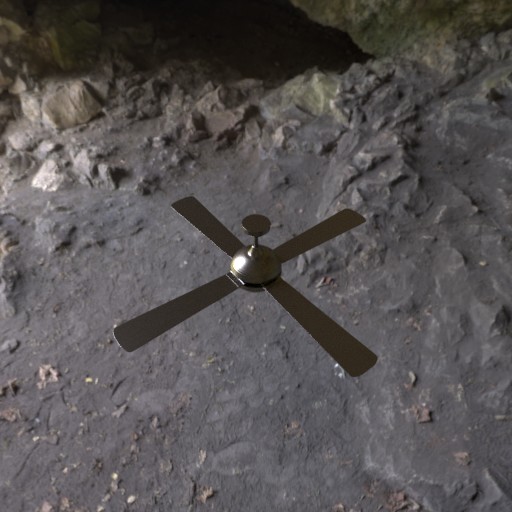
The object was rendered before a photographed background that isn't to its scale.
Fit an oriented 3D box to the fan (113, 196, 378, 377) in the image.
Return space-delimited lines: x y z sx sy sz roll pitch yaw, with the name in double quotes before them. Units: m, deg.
"fan" 0.000 0.000 2.014 1.321 0.381 1.321 -12 44 -12
